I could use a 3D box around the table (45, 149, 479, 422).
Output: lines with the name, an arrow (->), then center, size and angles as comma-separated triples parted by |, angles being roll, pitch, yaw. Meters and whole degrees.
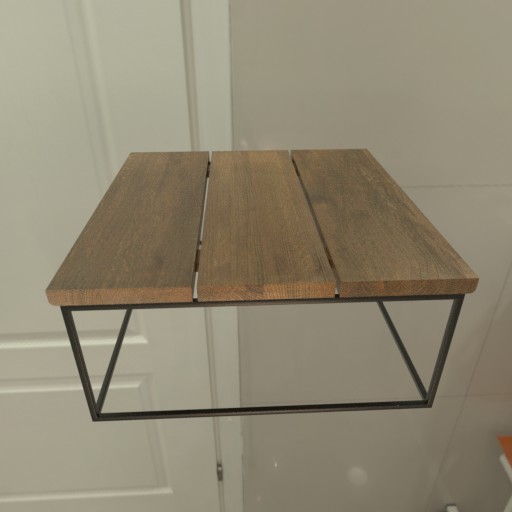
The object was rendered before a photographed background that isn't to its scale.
table -> 0.000, 0.000, 1.404 | 0.900, 0.400, 0.900 | -1, 31, -2
